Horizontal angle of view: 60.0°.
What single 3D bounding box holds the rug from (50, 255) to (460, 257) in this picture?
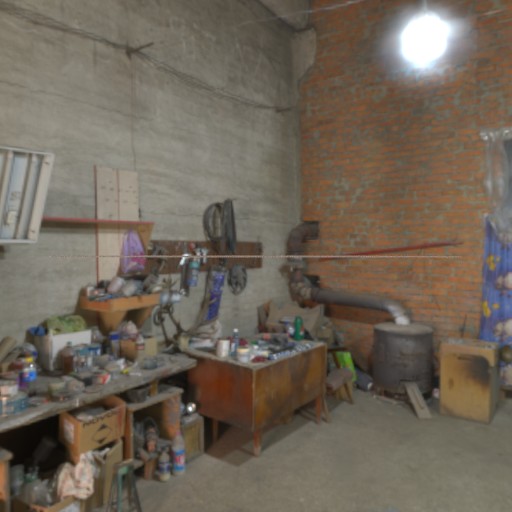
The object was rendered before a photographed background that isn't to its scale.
[{"bbox_3d":[0.000,0.000,4.171,2.451,0.008,3.143,0,0,0],"label":"rug"}]
